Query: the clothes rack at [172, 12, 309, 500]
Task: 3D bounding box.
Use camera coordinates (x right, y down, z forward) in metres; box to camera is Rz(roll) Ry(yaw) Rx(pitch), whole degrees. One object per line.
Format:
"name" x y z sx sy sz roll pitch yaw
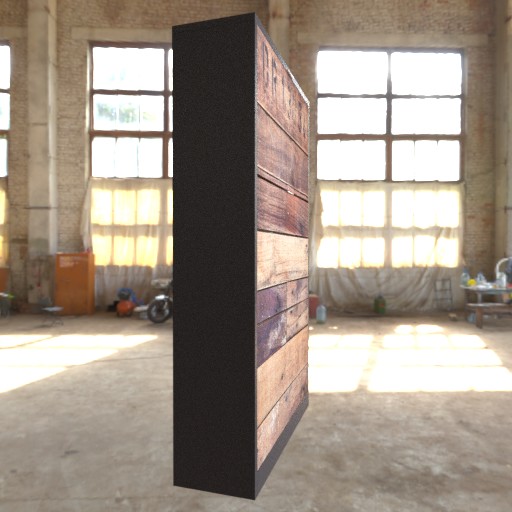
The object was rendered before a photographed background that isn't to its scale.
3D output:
"clothes rack" 0.000 0.000 1.553 0.250 1.280 0.750 0 1 18
